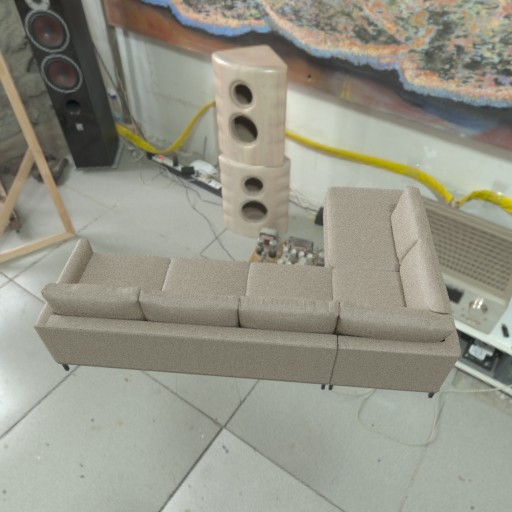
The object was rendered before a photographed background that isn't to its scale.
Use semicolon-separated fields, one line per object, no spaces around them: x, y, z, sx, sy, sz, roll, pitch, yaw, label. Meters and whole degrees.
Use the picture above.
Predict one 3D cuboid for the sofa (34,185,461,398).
0.000;0.000;3.107;2.423;0.703;1.617;4;46;3;sofa
